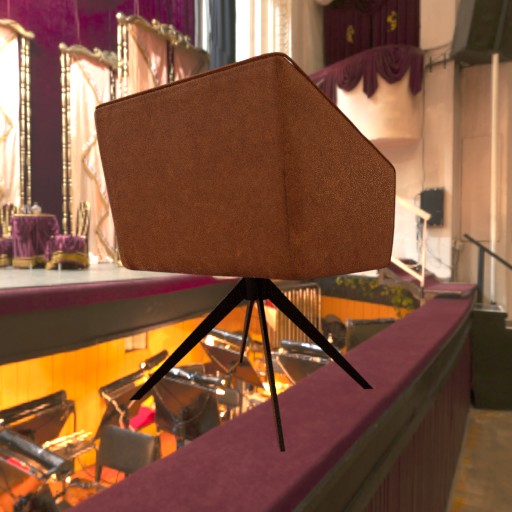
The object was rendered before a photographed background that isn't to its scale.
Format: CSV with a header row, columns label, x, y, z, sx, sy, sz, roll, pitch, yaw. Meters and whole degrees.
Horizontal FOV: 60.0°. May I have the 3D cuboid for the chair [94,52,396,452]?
label,x,y,z,sx,sy,sz,roll,pitch,yaw
chair,0.000,0.000,1.210,0.588,0.760,0.625,1,3,36
